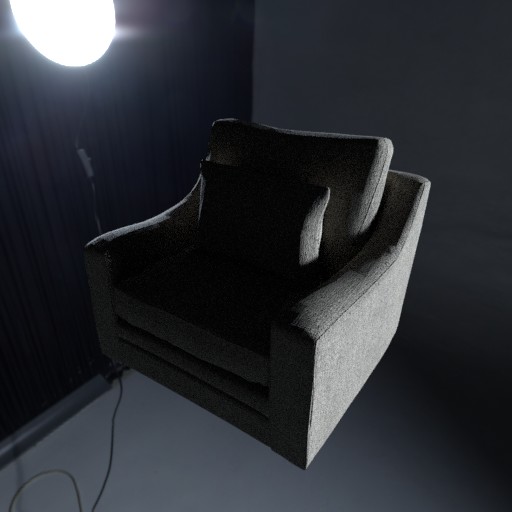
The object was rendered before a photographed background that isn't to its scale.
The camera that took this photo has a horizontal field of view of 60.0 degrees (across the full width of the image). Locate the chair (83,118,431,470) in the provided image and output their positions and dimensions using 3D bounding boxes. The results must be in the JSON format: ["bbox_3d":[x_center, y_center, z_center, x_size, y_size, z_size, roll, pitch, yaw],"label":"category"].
[{"bbox_3d":[0.000,0.000,1.957,1.138,1.037,1.009,18,33,30],"label":"chair"}]
